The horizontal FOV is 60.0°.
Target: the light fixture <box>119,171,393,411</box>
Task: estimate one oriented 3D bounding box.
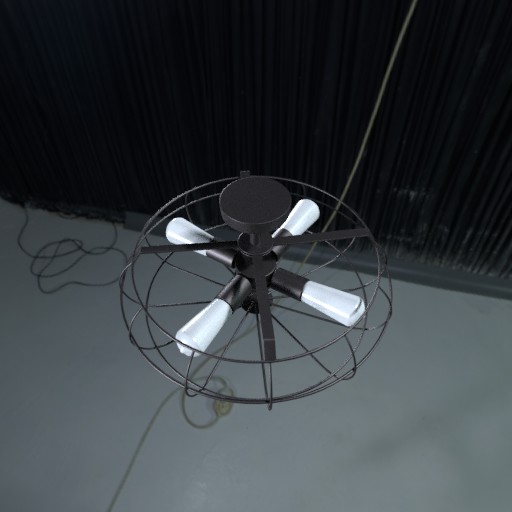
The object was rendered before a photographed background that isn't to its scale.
[{"bbox_3d":[0.000,0.000,0.923,0.582,0.311,0.582,0,47,0],"label":"light fixture"}]
